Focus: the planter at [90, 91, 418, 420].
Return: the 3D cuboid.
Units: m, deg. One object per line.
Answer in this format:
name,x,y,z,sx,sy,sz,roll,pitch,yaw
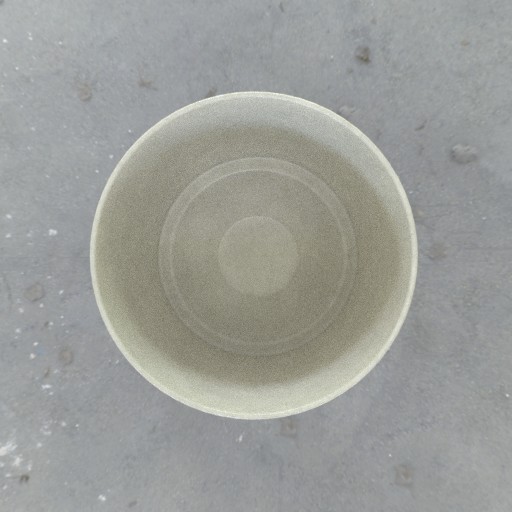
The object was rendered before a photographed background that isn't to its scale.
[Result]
planter,0.000,0.000,0.455,0.250,0.239,0.250,0,90,1
